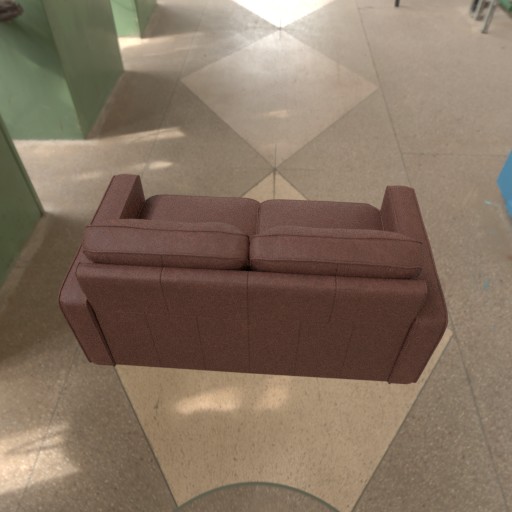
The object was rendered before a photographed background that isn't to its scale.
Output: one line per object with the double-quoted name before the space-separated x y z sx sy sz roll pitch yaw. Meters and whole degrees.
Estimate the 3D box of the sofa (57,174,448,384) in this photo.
"sofa" 0.000 0.000 2.301 1.709 0.918 0.947 3 47 3
